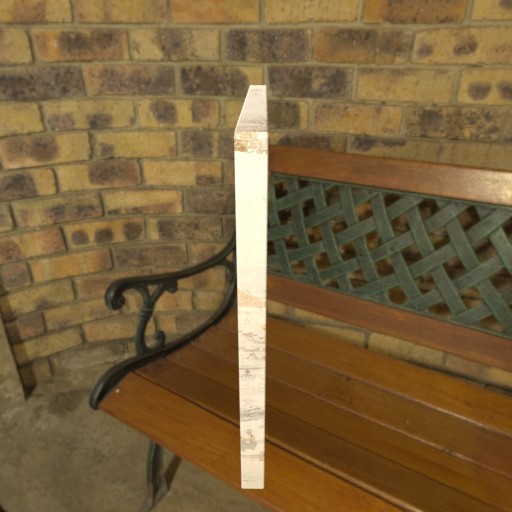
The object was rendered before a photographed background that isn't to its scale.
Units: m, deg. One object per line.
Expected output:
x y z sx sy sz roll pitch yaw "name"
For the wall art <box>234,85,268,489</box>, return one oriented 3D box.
0.000 0.000 0.919 0.040 0.613 0.611 0 26 1 "wall art"
